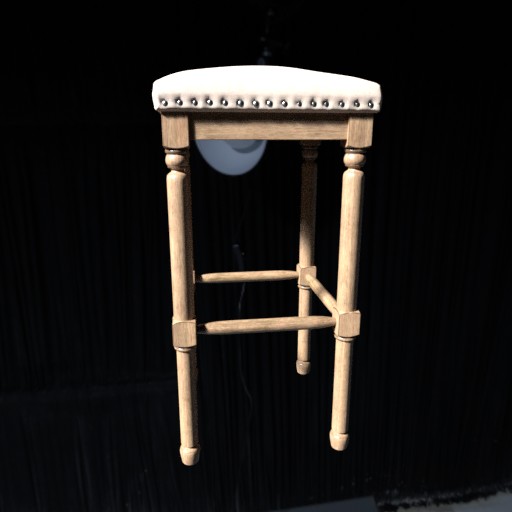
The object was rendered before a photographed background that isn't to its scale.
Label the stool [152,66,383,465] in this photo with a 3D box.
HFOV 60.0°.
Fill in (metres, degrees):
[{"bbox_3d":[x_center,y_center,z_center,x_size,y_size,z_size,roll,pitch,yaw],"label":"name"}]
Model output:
[{"bbox_3d":[0.000,0.000,0.980,0.382,0.768,0.383,-2,15,-8],"label":"stool"}]
